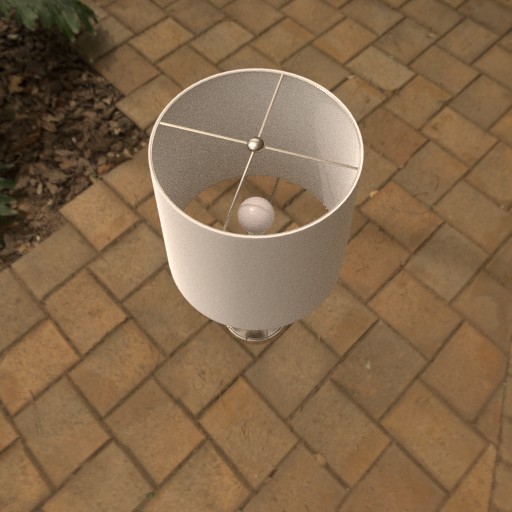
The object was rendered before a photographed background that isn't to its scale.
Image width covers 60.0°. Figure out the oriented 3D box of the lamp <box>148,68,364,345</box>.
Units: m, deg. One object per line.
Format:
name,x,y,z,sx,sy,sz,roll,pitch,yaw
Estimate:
lamp,0.000,0.000,0.806,0.303,0.618,0.303,0,64,0
